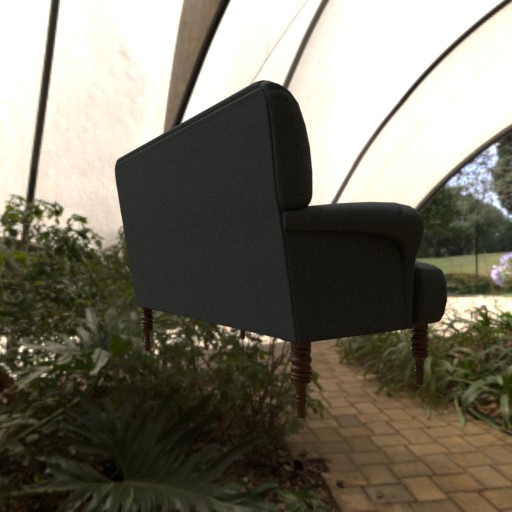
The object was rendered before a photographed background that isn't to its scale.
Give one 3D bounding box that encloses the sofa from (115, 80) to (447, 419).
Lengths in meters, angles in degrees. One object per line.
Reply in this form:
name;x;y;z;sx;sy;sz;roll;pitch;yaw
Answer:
sofa;0.000;0.000;1.779;0.779;0.889;1.297;0;-1;-36
